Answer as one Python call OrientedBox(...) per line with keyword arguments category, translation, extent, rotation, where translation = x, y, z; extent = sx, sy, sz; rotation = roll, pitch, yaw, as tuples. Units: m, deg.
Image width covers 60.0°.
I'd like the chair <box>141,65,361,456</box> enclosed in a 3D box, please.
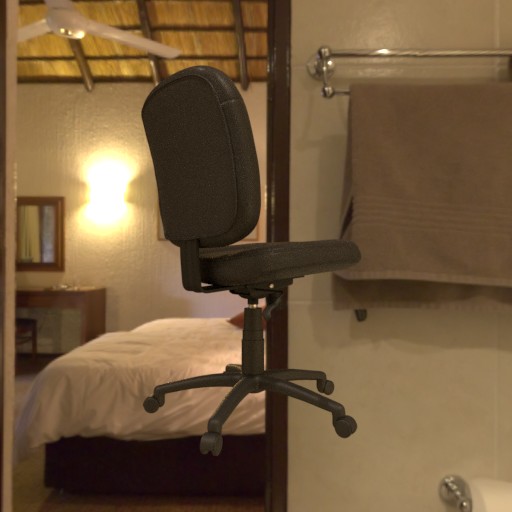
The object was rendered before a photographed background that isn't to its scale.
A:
OrientedBox(category="chair", translation=(0.000, 0.000, 1.373), extent=(0.646, 0.959, 0.647), rotation=(0, 0, -35))
